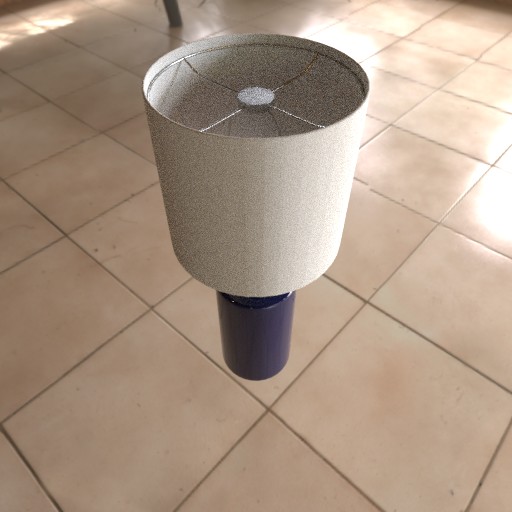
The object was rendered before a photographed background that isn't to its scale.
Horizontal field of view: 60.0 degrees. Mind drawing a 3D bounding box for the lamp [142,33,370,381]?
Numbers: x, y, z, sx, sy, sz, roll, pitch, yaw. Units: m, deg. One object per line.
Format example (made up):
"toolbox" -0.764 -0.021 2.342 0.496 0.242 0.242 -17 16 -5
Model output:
"lamp" 0.000 0.000 0.596 0.212 0.493 0.212 33 55 27
